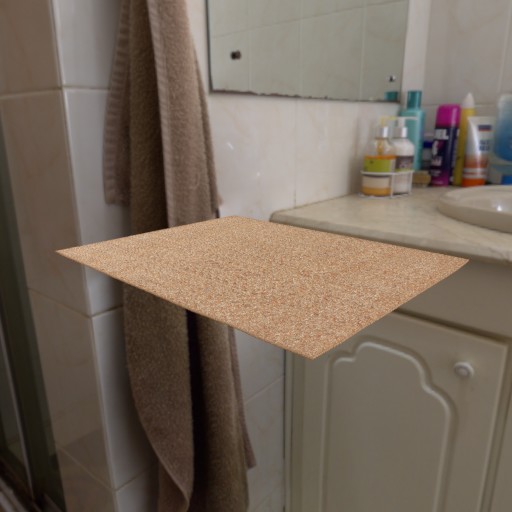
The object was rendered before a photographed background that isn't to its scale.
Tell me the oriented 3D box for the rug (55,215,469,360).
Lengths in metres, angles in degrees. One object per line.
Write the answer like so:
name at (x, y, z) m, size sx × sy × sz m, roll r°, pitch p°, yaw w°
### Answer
rug at (0.000, 0.000, 4.122) m, size 3.048 × 0.013 × 2.439 m, roll 15°, pitch 22°, yaw 41°
